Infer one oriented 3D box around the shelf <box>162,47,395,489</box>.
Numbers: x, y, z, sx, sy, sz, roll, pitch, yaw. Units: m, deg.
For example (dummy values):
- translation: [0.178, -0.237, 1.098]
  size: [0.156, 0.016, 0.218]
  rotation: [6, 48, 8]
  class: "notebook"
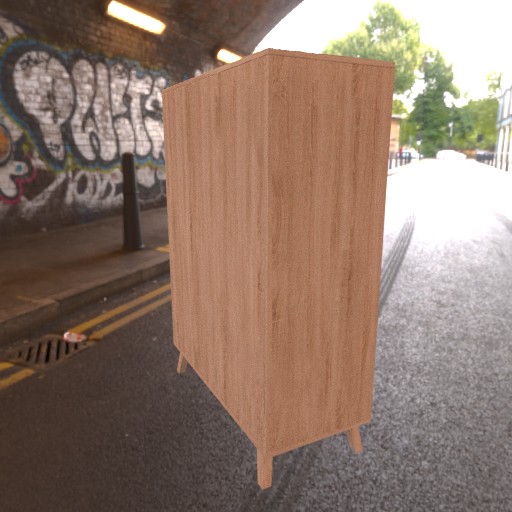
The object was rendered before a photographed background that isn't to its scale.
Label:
- translation: [0.000, 0.000, 1.855]
  size: [0.450, 1.390, 1.000]
  rotation: [-7, 15, -27]
  class: "shelf"
